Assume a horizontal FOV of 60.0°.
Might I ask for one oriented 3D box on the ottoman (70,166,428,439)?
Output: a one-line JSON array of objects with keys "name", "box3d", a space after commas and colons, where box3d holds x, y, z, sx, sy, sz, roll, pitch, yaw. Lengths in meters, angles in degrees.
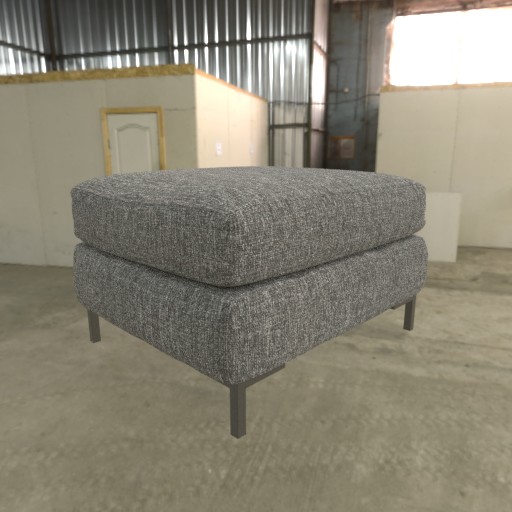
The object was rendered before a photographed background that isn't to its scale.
[{"name": "ottoman", "box3d": [0.000, 0.000, 1.244, 0.683, 0.480, 0.828, 14, 20, 43]}]
